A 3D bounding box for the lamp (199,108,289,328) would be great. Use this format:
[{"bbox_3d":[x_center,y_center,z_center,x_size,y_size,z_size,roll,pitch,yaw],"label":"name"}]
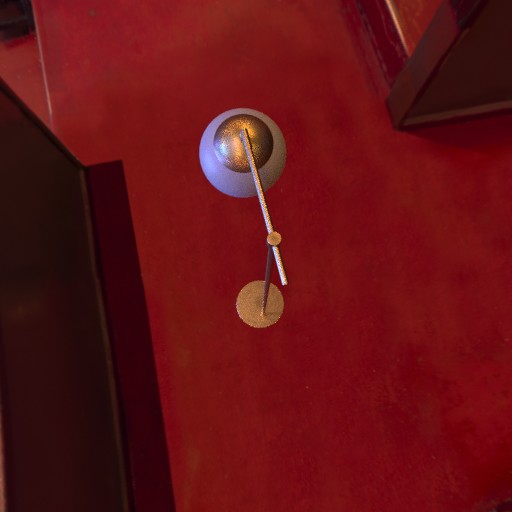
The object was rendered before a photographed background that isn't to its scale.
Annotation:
[{"bbox_3d":[0.000,0.000,1.638,0.249,1.505,0.476,-14,77,-3],"label":"lamp"}]
